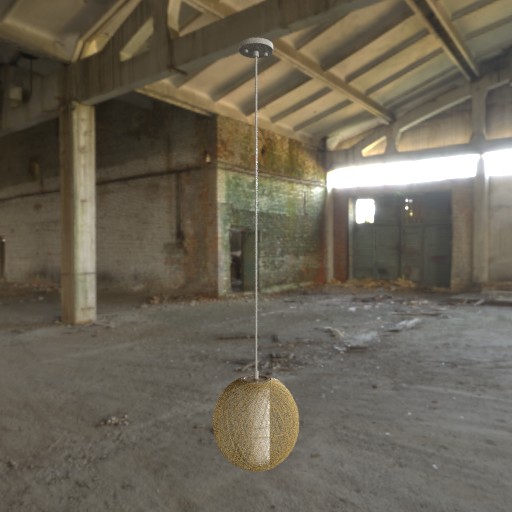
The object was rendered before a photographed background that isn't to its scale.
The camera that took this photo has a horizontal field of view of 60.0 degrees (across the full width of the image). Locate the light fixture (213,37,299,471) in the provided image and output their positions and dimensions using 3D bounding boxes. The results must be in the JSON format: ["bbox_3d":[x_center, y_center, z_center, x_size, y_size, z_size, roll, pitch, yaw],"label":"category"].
[{"bbox_3d":[0.000,0.000,2.074,0.406,1.955,0.407,1,1,37],"label":"light fixture"}]
